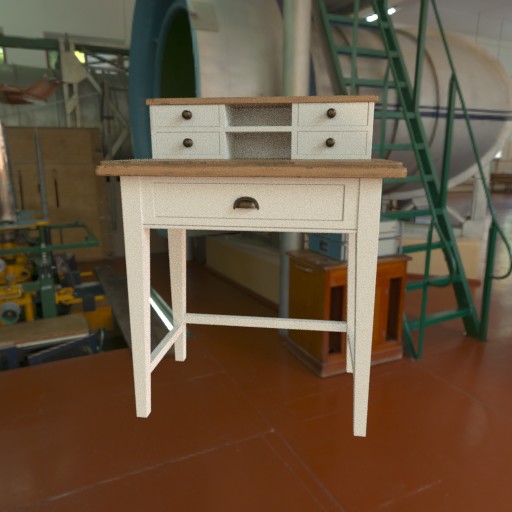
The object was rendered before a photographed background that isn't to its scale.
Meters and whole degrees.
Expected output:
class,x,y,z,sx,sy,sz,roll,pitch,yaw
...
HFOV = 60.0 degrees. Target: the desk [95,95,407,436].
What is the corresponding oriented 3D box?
class,x,y,z,sx,sy,sz,roll,pitch,yaw
desk,0.000,0.000,1.431,0.814,0.981,0.462,2,14,8
